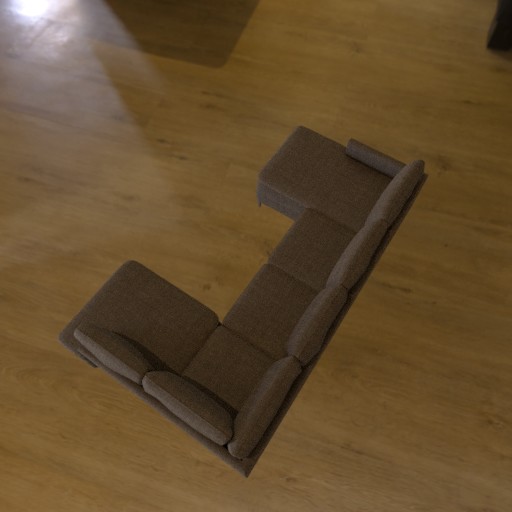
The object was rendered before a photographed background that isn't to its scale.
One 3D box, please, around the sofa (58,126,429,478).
[{"bbox_3d":[0.000,0.000,4.379,2.048,0.999,3.423,31,67,15],"label":"sofa"}]
